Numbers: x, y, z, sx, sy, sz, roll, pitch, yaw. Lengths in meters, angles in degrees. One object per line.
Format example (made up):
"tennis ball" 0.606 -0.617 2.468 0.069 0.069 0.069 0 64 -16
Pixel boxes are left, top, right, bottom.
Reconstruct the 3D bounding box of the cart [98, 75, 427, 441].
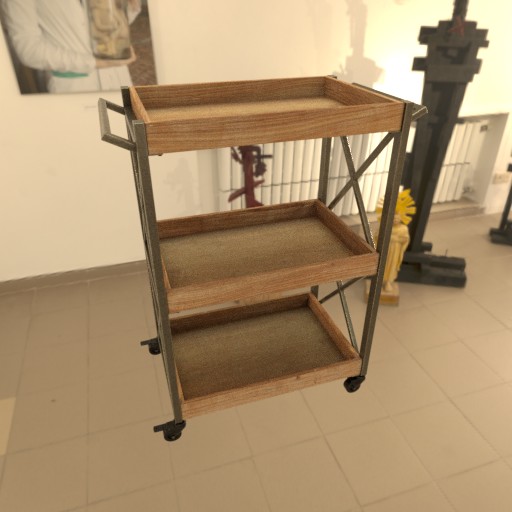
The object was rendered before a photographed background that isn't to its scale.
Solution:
"cart" 0.000 0.000 1.193 0.673 0.835 0.377 -10 32 -15
